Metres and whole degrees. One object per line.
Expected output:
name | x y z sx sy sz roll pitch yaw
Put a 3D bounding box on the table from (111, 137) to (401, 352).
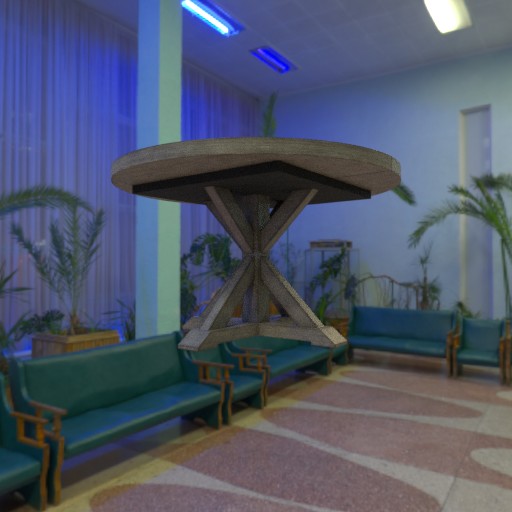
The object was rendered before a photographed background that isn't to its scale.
table | 0.000 0.000 2.177 1.363 0.781 1.363 0 -1 0
